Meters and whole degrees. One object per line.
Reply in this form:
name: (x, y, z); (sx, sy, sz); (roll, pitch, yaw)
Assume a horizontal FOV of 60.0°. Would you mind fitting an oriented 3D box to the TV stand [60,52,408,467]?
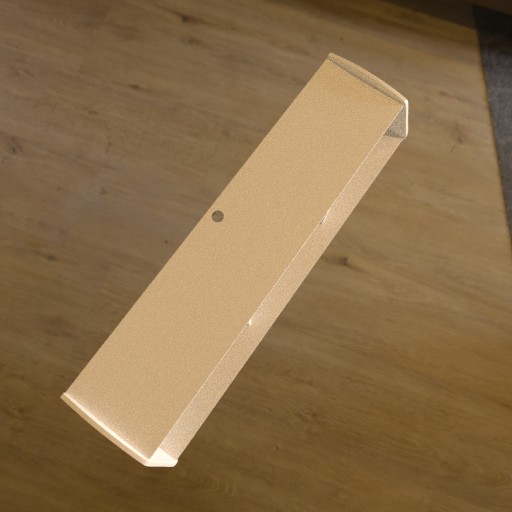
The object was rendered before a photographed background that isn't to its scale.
TV stand: (0.000, 0.000, 1.633); (0.397, 0.424, 1.473); (35, 79, 8)
